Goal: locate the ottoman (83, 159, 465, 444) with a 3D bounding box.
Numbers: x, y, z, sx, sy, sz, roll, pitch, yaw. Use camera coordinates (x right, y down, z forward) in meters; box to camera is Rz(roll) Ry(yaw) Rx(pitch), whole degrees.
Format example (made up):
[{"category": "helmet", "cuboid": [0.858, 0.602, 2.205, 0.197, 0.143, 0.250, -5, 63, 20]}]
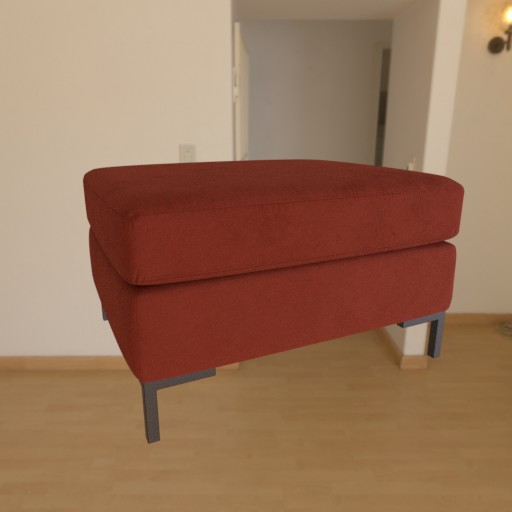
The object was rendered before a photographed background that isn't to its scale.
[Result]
[{"category": "ottoman", "cuboid": [0.000, 0.000, 1.162, 0.782, 0.462, 0.650, -8, 18, -25]}]
